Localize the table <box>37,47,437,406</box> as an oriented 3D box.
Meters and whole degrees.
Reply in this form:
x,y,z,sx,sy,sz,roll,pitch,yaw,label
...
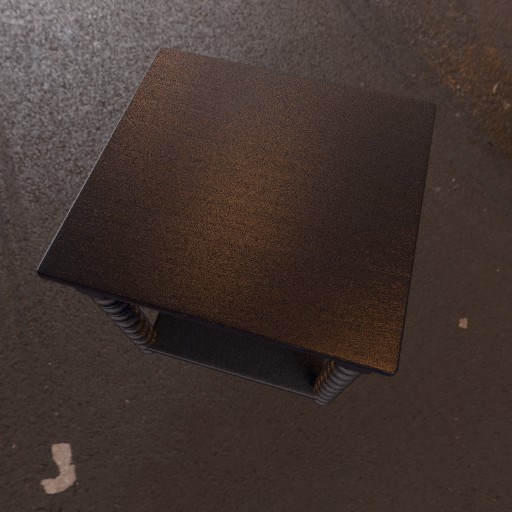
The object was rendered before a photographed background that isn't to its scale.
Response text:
x,y,z,sx,sy,sz,roll,pitch,yaw,label
0.000,0.000,0.972,0.533,0.567,0.500,15,65,7,table
